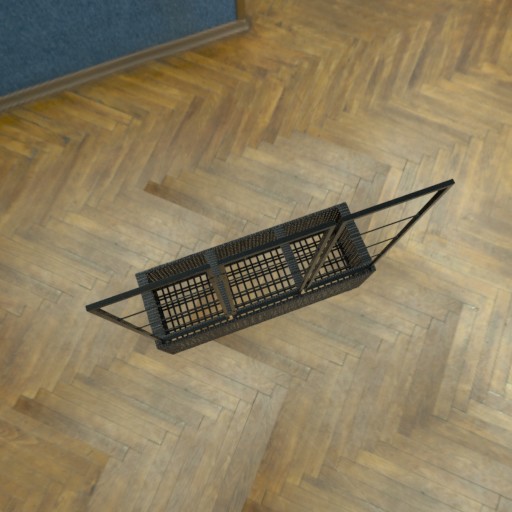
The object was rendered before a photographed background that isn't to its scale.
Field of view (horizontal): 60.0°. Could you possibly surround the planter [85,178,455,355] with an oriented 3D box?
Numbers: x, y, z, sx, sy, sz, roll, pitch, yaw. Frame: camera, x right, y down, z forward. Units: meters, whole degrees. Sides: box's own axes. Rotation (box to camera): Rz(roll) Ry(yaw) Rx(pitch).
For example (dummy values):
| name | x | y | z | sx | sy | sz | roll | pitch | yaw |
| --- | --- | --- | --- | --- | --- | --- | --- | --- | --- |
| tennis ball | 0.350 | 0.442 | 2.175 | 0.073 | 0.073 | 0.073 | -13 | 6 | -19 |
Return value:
| name | x | y | z | sx | sy | sz | roll | pitch | yaw |
| --- | --- | --- | --- | --- | --- | --- | --- | --- | --- |
| planter | 0.000 | 0.000 | 1.183 | 0.699 | 0.841 | 0.244 | -19 | 75 | -5 |
